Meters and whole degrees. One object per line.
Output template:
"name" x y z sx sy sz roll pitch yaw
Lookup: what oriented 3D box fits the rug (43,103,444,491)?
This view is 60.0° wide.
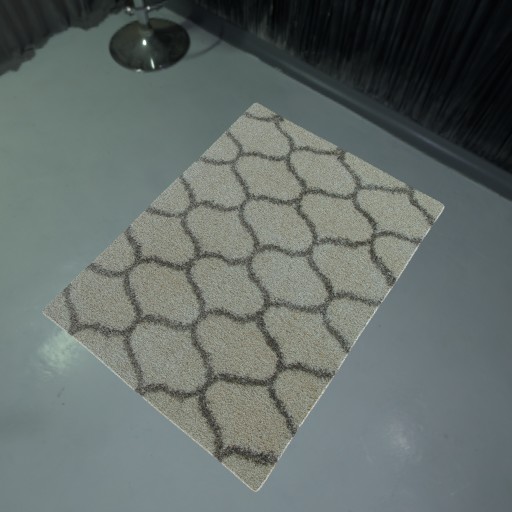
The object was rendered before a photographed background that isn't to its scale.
"rug" 0.000 0.000 2.111 1.200 0.025 1.600 33 67 16
